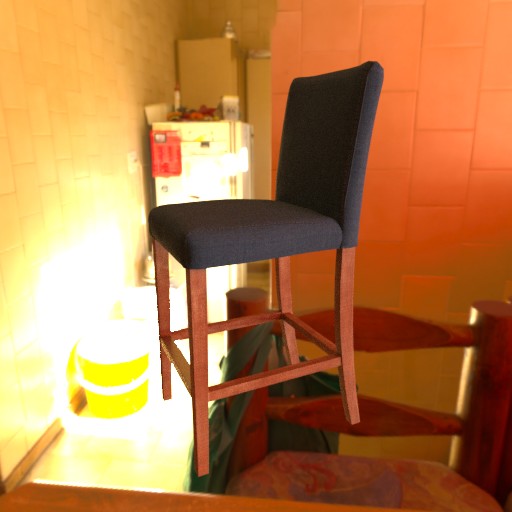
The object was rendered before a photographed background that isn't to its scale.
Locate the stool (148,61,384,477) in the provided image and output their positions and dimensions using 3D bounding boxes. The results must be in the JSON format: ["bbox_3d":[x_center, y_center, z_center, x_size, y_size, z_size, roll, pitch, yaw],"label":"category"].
[{"bbox_3d":[0.000,0.000,1.362,0.574,1.088,0.454,-7,17,-24],"label":"stool"}]
